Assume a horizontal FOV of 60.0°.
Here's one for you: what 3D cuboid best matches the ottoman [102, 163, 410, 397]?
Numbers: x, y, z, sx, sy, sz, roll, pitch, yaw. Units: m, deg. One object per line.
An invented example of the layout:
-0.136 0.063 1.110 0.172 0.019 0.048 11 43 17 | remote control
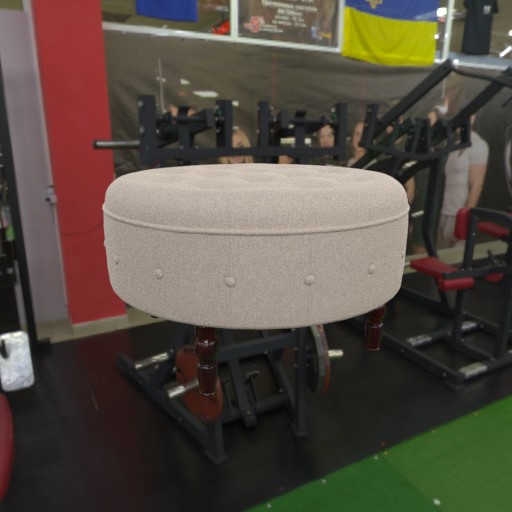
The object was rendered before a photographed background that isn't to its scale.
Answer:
0.000 0.000 1.335 0.848 0.494 0.848 0 16 0 | ottoman
